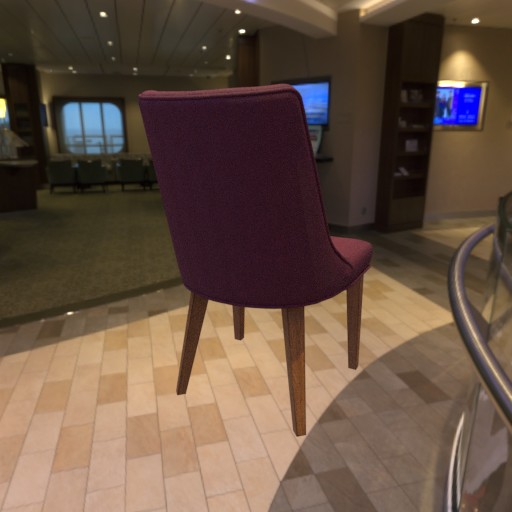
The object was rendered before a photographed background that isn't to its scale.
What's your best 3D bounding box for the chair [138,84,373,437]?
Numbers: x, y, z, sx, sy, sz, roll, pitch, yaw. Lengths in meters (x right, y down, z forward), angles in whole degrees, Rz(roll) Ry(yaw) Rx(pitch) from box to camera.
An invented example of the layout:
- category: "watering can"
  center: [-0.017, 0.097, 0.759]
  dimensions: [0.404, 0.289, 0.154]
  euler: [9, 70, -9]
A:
- category: "chair"
  center: [0.000, 0.000, 1.327]
  dimensions: [0.548, 0.916, 0.638]
  euler: [9, 18, 27]
